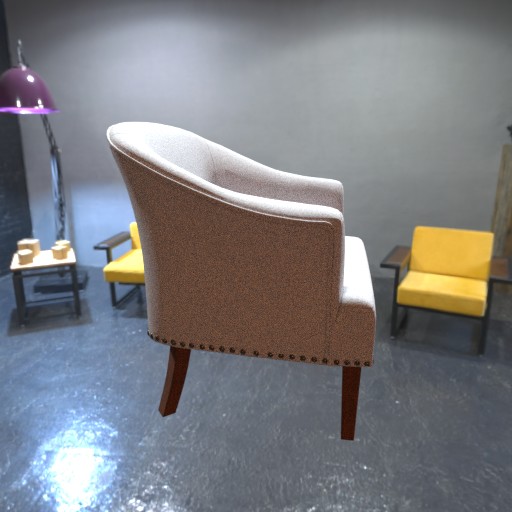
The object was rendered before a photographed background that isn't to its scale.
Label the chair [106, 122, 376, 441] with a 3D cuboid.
[{"bbox_3d":[0.000,0.000,1.407,0.704,0.815,0.798,3,15,10],"label":"chair"}]
